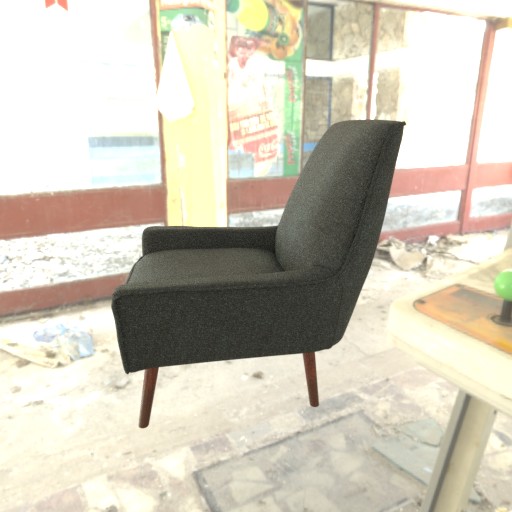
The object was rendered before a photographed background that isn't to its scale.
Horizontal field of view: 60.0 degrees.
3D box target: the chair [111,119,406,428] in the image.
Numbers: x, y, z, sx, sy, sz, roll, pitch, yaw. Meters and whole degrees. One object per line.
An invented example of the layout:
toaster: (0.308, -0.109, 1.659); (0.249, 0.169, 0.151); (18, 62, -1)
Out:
chair: (0.000, 0.000, 1.499); (0.859, 0.883, 0.763); (-2, 17, -7)
